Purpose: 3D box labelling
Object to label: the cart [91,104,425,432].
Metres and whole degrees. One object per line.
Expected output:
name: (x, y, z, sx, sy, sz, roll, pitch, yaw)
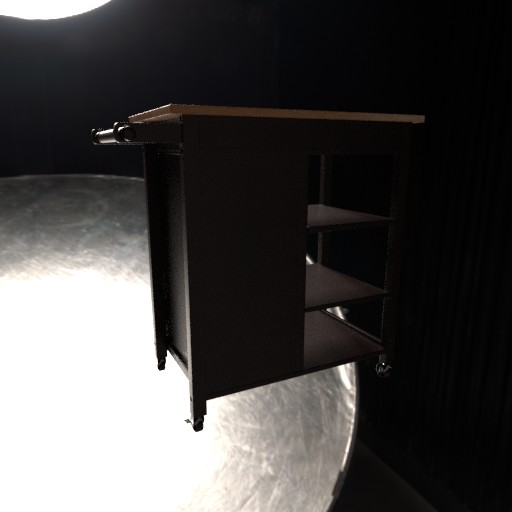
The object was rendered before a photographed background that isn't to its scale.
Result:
cart: (0.000, 0.000, 1.452, 0.914, 0.878, 0.472, -7, 15, -26)
